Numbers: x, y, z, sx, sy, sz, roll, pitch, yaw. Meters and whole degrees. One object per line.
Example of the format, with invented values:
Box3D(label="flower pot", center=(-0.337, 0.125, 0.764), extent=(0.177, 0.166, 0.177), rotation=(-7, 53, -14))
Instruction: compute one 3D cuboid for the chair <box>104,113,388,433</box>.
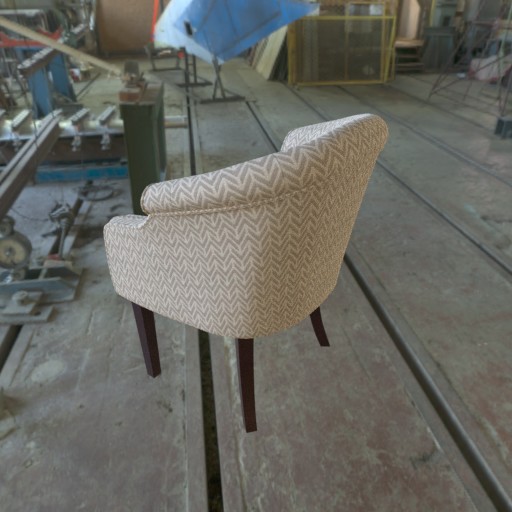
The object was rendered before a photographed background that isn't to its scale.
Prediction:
Box3D(label="chair", center=(0.000, 0.000, 1.326), extent=(0.613, 0.858, 0.686), rotation=(20, 36, 31))
